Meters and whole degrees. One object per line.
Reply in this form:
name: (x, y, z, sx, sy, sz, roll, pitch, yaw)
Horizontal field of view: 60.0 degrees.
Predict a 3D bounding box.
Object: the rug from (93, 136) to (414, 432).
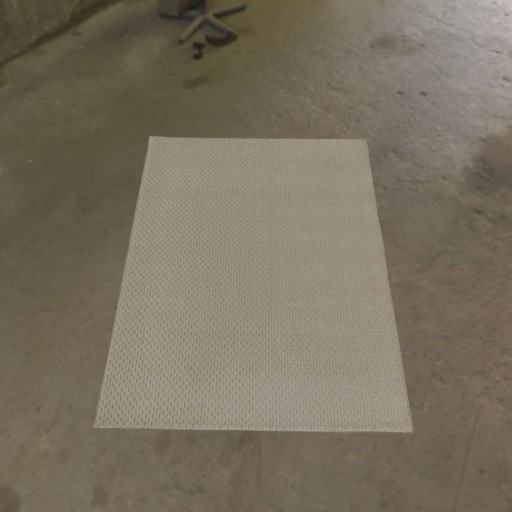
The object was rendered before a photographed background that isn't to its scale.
rug: (0.000, 0.000, 3.891, 2.277, 0.035, 2.897, 1, 59, 0)
